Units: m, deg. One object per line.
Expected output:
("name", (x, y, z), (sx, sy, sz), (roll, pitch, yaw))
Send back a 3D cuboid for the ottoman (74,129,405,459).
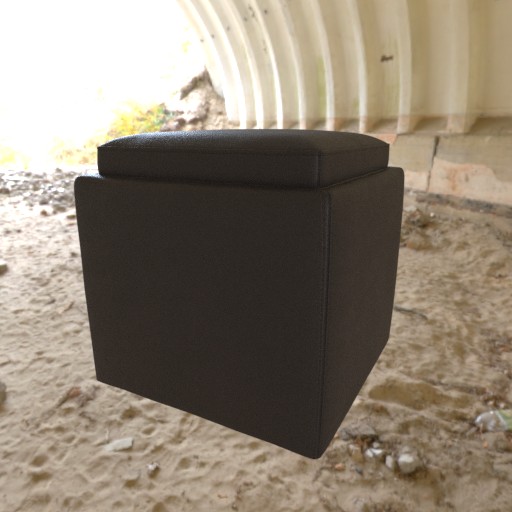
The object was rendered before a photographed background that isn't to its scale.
("ottoman", (0.000, 0.000, 0.834), (0.451, 0.460, 0.450), (8, 18, 27))
